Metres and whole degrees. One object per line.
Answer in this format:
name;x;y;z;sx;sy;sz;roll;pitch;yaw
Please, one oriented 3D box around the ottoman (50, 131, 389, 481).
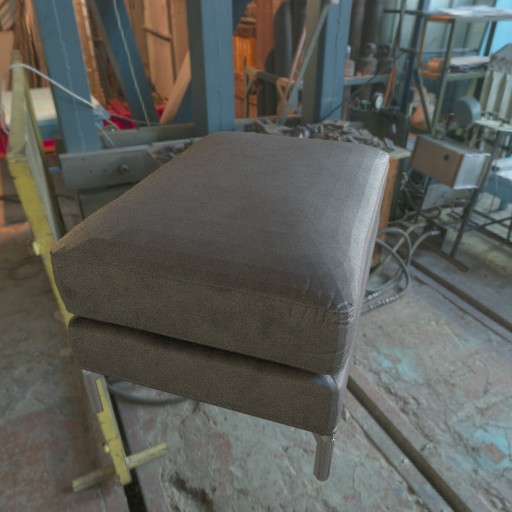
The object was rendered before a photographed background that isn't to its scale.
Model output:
ottoman;0.000;0.000;1.035;0.520;0.456;0.719;10;33;15
